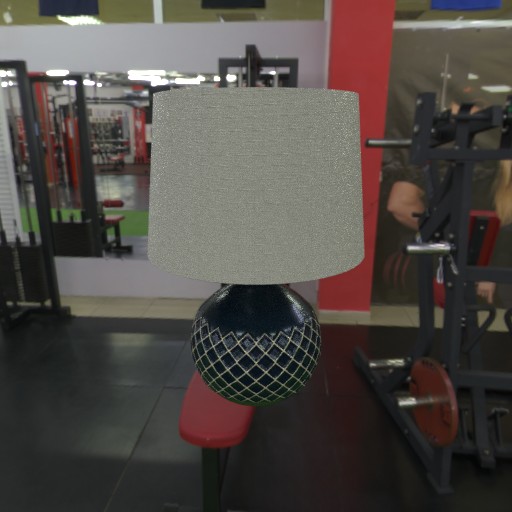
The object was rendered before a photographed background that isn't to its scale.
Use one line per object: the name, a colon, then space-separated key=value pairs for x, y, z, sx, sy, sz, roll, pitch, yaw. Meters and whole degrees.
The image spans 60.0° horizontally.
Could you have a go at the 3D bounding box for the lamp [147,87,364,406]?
lamp: x=0.000 y=0.000 z=0.792 sx=0.376 sy=0.540 sz=0.376 roll=0 pitch=16 yaw=0
